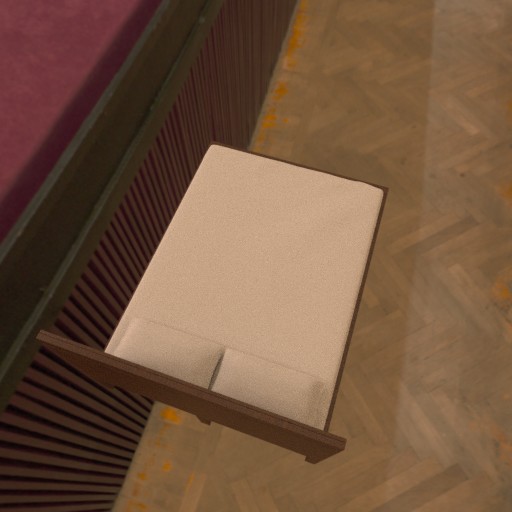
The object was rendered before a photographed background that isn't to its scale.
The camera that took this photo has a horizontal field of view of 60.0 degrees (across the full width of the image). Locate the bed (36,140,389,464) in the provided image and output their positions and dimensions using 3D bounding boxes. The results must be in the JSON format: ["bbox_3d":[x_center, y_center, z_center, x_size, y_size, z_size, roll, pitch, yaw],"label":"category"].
[{"bbox_3d":[0.000,0.000,3.148,1.613,1.169,2.221,17,63,9],"label":"bed"}]
